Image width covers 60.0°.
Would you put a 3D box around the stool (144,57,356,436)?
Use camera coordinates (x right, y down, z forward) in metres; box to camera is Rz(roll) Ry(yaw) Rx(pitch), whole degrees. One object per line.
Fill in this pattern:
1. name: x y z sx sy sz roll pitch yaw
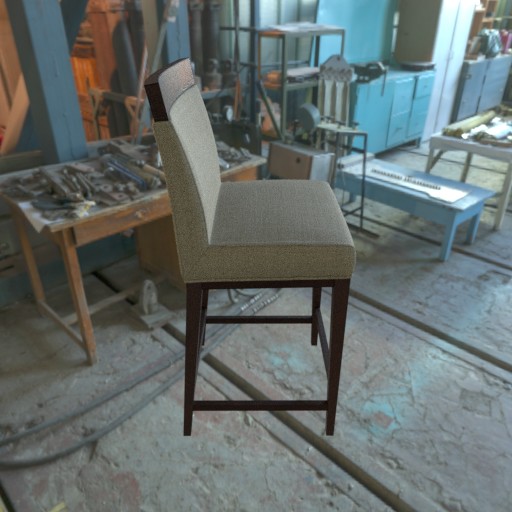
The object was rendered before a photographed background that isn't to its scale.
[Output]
1. stool: 0.000 0.000 1.282 0.480 1.011 0.463 0 30 0
